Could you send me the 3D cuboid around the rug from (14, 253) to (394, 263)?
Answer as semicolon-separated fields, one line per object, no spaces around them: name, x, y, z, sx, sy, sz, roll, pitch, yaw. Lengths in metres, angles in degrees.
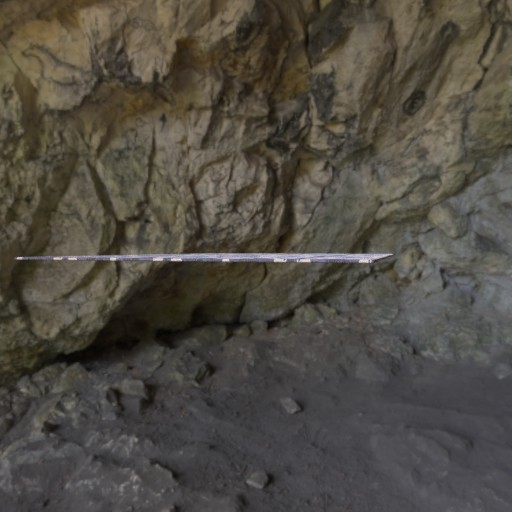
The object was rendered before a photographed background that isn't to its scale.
rug;0.000;0.000;2.908;1.676;0.013;2.261;0;1;19
